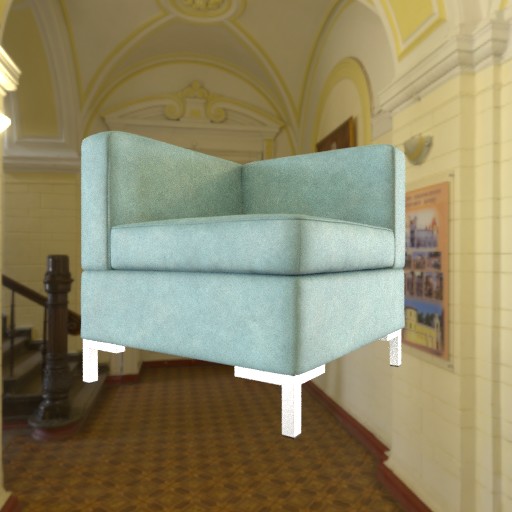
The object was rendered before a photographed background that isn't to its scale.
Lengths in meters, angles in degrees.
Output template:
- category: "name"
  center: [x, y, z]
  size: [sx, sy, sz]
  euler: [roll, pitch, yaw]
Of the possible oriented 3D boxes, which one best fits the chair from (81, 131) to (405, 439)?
- category: "chair"
  center: [0.000, 0.000, 1.239]
  size: [0.684, 0.660, 0.691]
  euler: [0, 0, 34]
